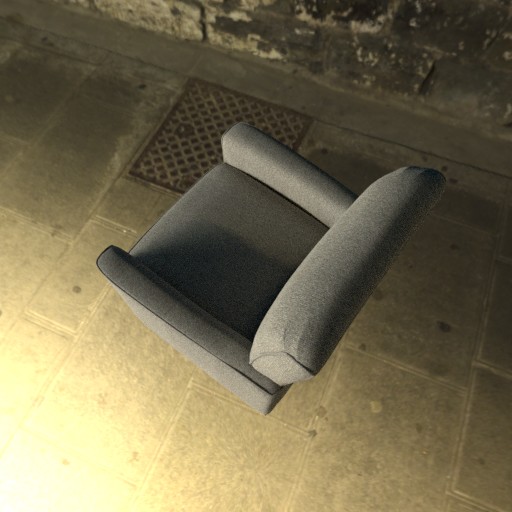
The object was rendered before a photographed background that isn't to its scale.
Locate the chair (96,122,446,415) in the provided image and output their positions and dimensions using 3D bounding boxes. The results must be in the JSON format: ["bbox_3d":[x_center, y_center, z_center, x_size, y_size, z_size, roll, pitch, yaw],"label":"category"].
[{"bbox_3d":[0.000,0.000,1.639,0.858,1.028,0.841,34,69,15],"label":"chair"}]
